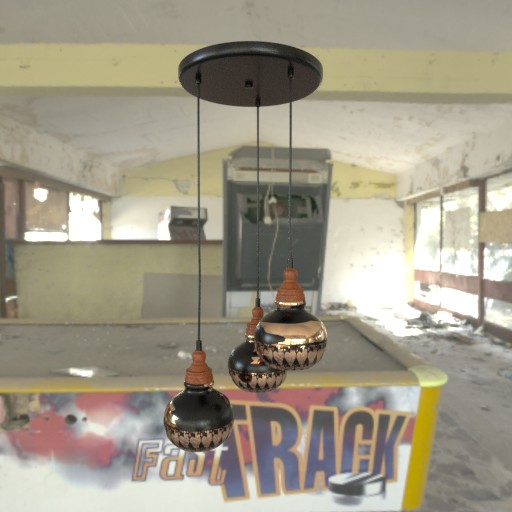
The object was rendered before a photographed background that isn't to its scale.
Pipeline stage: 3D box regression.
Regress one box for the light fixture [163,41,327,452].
[{"bbox_3d":[0.000,0.000,1.721,0.605,1.410,0.608,1,1,36],"label":"light fixture"}]
